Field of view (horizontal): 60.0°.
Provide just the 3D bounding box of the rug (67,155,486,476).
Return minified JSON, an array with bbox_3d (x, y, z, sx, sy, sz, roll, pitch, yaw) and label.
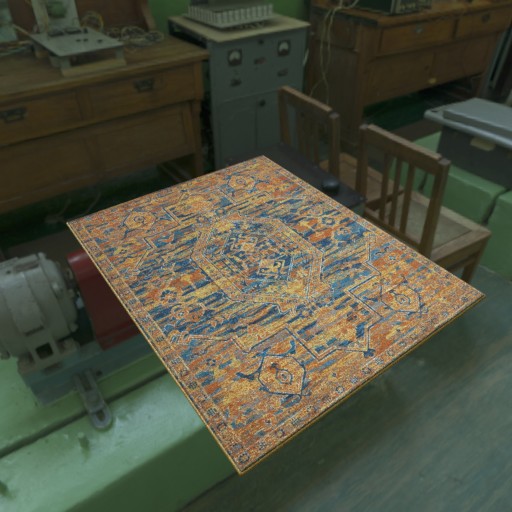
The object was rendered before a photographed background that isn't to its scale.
[{"bbox_3d":[0.000,0.000,3.996,2.435,0.031,3.040,-25,46,-27],"label":"rug"}]
